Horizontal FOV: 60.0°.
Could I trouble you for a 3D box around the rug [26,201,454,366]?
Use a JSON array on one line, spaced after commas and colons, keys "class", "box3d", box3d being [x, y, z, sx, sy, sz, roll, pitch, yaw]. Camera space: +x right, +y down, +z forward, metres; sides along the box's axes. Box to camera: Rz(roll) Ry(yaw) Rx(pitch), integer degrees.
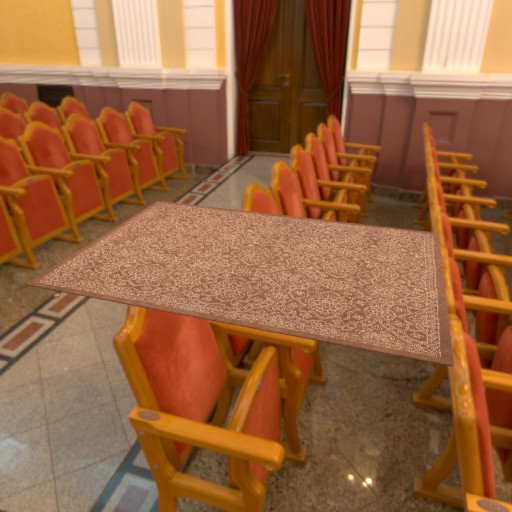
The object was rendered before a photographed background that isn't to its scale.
[{"class": "rug", "box3d": [0.000, 0.000, 2.872, 2.286, 0.011, 1.524, 8, 27, 16]}]
